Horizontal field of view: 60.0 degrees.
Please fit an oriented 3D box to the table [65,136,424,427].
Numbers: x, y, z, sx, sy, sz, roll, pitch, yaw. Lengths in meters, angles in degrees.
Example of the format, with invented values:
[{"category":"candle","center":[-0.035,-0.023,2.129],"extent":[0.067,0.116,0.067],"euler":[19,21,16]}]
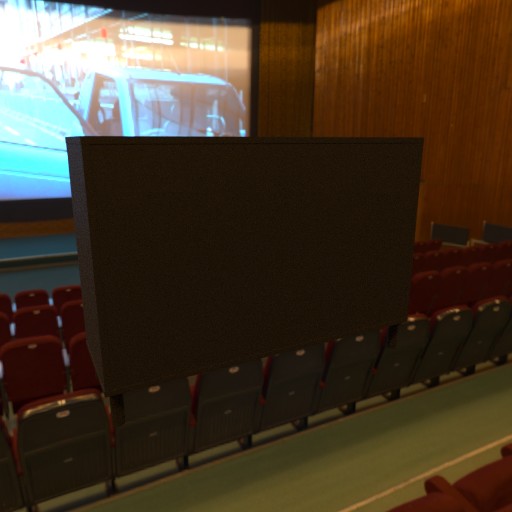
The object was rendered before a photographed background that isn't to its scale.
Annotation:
[{"category":"table","center":[0.000,0.000,1.651],"extent":[1.200,0.855,0.400],"euler":[-8,16,-27]}]
